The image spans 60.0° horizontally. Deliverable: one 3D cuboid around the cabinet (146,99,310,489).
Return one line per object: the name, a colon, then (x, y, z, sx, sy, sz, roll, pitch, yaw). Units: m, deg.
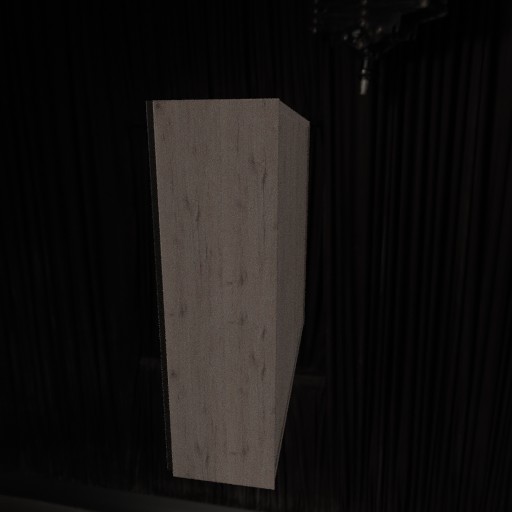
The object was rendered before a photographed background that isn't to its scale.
cabinet: (0.000, 0.000, 3.588, 0.660, 2.180, 2.500, 3, 15, 10)
